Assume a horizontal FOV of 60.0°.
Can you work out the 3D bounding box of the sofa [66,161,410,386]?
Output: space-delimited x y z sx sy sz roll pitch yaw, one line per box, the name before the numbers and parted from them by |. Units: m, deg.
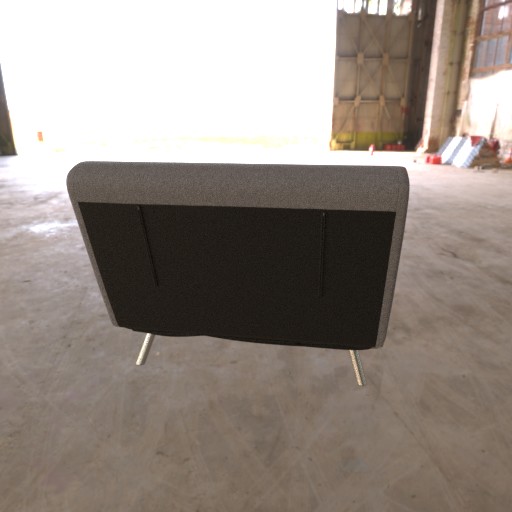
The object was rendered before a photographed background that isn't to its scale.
sofa | 0.000 0.000 1.814 1.020 0.825 1.000 3 18 9
